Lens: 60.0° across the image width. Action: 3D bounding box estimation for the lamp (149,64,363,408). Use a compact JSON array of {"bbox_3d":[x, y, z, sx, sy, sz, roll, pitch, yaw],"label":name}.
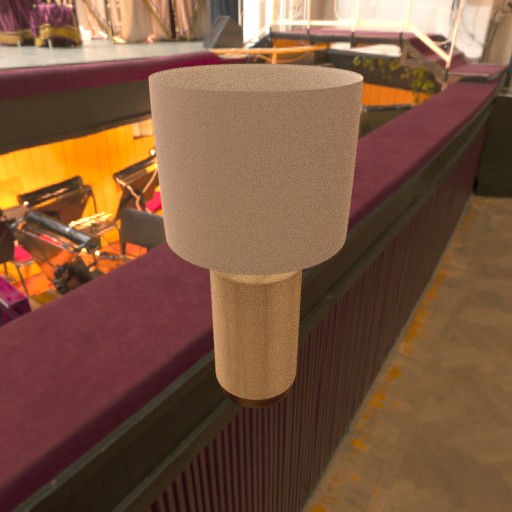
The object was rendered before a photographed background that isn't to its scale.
[{"bbox_3d":[0.000,0.000,0.583,0.228,0.444,0.228,20,35,32],"label":"lamp"}]
